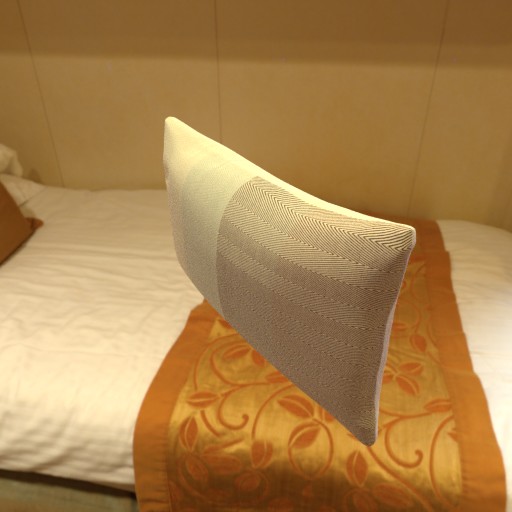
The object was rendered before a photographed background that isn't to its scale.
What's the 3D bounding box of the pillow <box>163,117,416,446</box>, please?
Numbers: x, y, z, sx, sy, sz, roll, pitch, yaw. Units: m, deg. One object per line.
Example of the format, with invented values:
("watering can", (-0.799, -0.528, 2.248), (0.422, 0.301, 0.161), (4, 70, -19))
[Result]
("pillow", (0.000, 0.000, 0.645), (0.139, 0.305, 0.506), (-21, 38, -29))
